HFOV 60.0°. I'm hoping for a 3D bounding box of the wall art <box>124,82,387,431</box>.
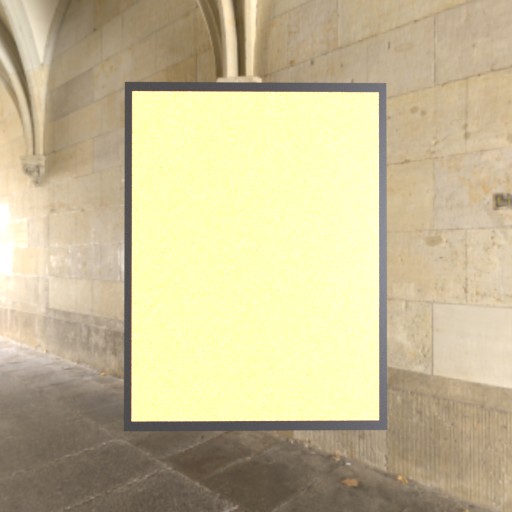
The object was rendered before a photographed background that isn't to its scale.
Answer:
[{"bbox_3d":[0.000,0.000,1.321,0.774,1.027,0.030,0,0,-1],"label":"wall art"}]
